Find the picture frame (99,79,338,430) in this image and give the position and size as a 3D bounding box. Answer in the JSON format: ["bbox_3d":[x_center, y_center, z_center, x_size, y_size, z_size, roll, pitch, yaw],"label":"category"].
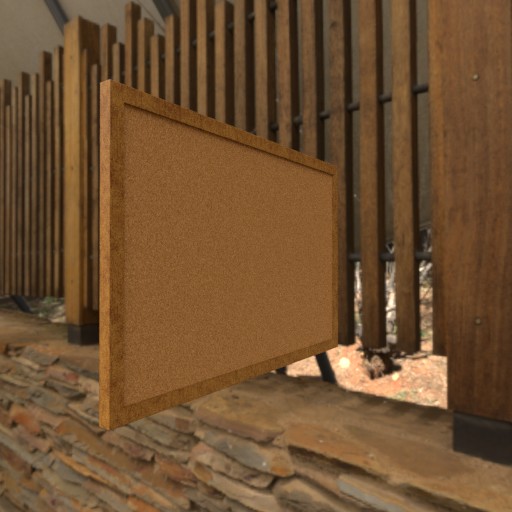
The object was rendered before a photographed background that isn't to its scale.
[{"bbox_3d":[0.000,0.000,1.164,0.029,0.621,0.922,0,-1,36],"label":"picture frame"}]
